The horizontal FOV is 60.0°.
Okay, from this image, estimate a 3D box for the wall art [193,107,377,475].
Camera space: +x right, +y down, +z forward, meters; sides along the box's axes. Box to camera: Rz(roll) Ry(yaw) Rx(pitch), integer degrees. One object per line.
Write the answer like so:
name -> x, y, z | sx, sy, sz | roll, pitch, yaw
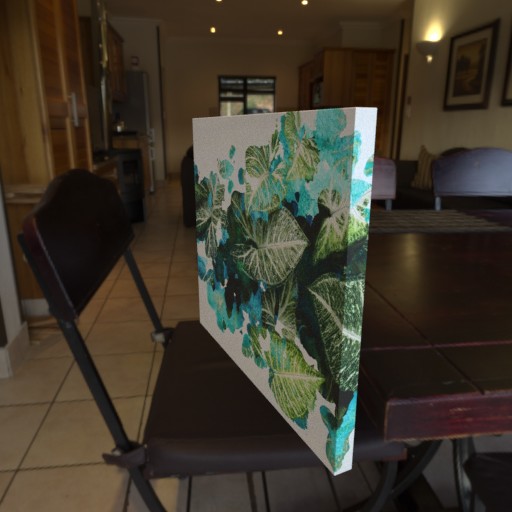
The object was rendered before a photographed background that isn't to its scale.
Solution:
wall art -> 0.000, 0.000, 1.005 | 0.043, 0.610, 0.711 | -8, 18, -25
